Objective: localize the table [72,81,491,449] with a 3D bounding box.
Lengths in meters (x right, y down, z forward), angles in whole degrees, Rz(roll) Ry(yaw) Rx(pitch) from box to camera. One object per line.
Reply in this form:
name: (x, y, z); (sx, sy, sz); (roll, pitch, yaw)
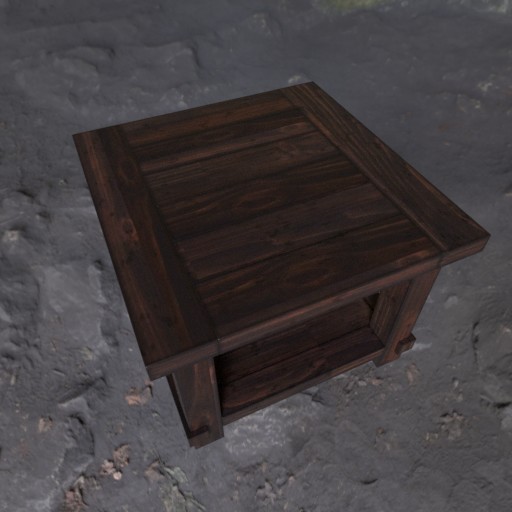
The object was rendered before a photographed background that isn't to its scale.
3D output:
table: (0.000, 0.000, 1.007); (0.593, 0.437, 0.606); (-19, 50, -16)
